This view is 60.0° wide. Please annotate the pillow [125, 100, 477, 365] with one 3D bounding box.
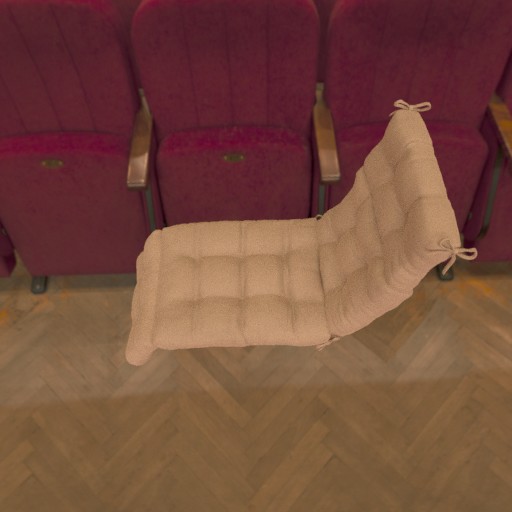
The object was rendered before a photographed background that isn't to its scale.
[{"bbox_3d":[0.000,0.000,1.482,1.016,0.863,0.526,-1,60,-1],"label":"pillow"}]
